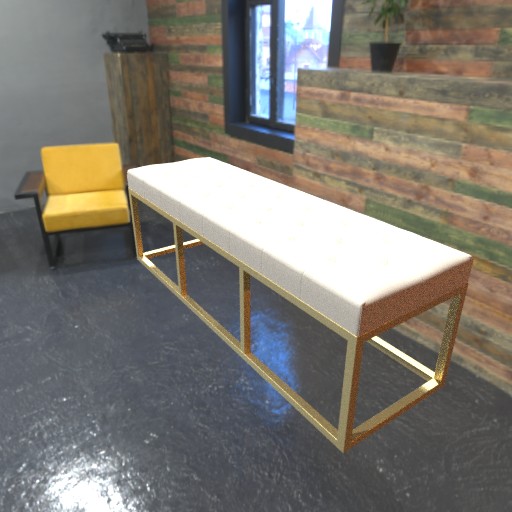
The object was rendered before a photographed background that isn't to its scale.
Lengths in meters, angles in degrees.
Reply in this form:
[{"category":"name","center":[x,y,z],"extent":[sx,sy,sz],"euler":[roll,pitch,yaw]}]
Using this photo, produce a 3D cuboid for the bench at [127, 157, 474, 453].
[{"category":"bench","center":[0.000,0.000,1.750],"extent":[0.457,0.484,1.473],"euler":[-17,30,-31]}]
